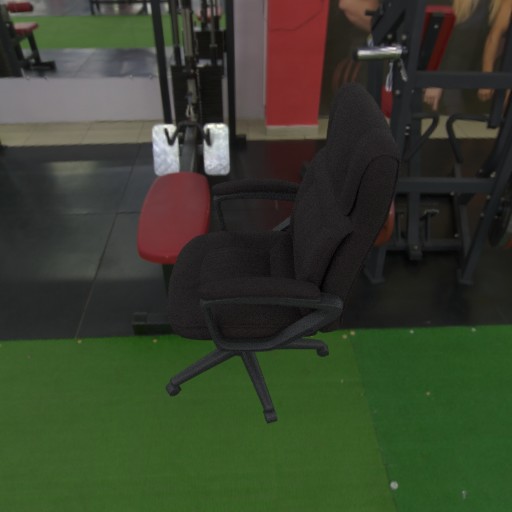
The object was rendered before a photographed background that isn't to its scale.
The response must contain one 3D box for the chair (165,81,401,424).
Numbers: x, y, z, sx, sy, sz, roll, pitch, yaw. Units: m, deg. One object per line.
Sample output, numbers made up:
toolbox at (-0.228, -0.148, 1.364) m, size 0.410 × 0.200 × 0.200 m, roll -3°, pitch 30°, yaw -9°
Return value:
chair at (0.000, 0.000, 1.571) m, size 0.724 × 1.105 × 0.667 m, roll 0°, pitch 39°, yaw 0°
